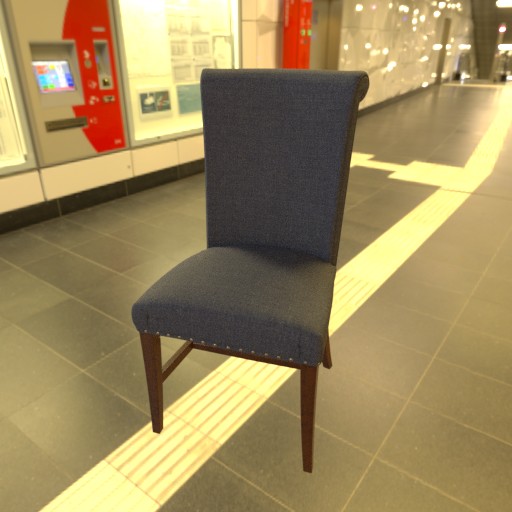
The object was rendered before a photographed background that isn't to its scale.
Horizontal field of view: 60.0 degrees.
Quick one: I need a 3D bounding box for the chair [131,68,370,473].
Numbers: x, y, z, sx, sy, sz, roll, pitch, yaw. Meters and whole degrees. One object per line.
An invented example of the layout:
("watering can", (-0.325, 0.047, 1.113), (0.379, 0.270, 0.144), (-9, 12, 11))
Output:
("chair", (0.000, 0.000, 1.298), (0.513, 0.988, 0.608), (8, 27, 15))
